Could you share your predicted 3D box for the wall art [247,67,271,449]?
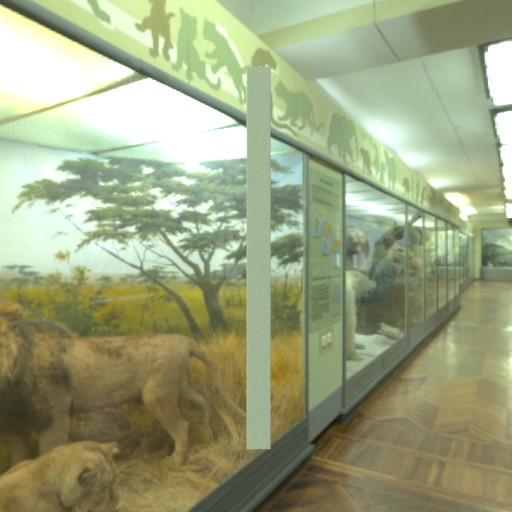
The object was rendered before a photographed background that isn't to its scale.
[{"bbox_3d":[0.000,0.000,1.162,0.038,0.609,0.914,0,1,-1],"label":"wall art"}]
